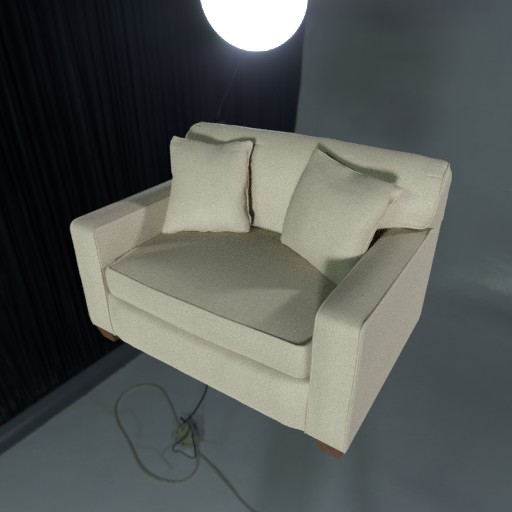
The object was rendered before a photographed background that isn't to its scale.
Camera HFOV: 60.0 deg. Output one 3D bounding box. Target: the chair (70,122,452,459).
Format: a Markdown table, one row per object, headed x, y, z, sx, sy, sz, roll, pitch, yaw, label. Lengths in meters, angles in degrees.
| x | y | z | sx | sy | sz | roll | pitch | yaw | label |
| --- | --- | --- | --- | --- | --- | --- | --- | --- | --- |
| 0.000 | 0.000 | 2.041 | 1.383 | 0.948 | 1.000 | 18 | 34 | 29 | chair |
